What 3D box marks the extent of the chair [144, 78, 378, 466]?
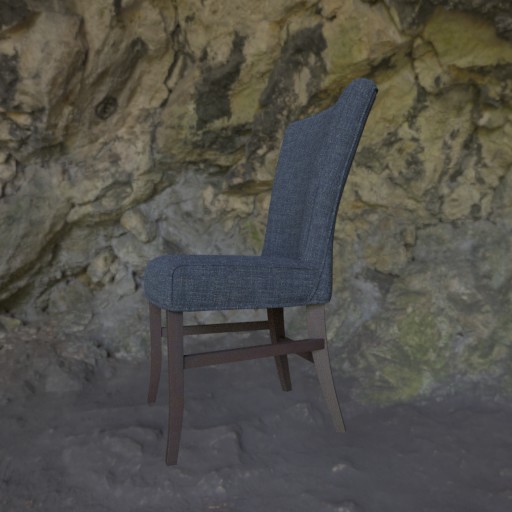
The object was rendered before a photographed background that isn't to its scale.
[{"bbox_3d":[0.000,0.000,1.376,0.660,0.991,0.520,0,0,-19],"label":"chair"}]
